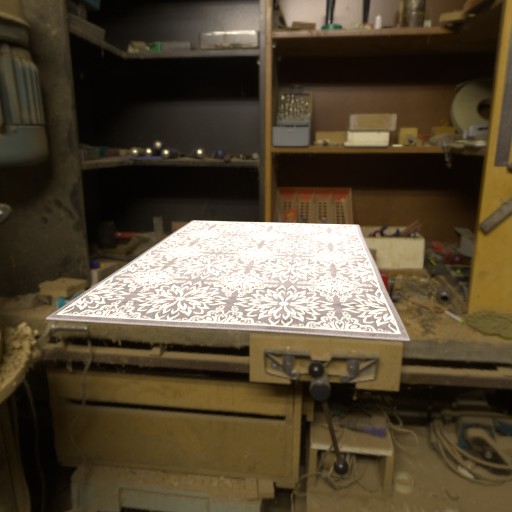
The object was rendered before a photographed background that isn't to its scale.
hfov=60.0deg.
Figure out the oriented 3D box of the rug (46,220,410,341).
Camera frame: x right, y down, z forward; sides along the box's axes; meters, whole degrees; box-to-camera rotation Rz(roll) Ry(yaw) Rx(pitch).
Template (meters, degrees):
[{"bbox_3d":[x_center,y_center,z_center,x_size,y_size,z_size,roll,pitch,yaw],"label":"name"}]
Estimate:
[{"bbox_3d":[0.000,0.000,2.338,1.224,0.012,1.847,2,15,8],"label":"rug"}]
